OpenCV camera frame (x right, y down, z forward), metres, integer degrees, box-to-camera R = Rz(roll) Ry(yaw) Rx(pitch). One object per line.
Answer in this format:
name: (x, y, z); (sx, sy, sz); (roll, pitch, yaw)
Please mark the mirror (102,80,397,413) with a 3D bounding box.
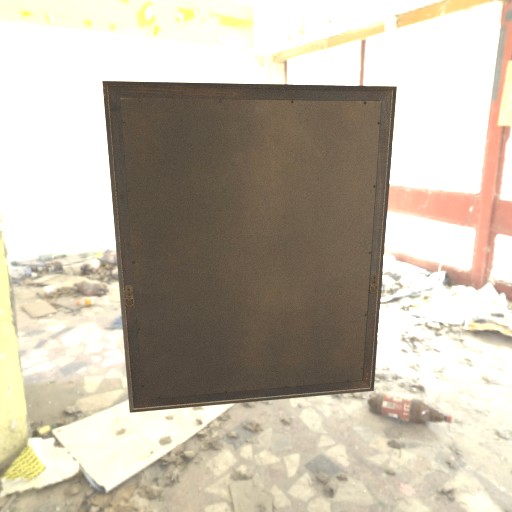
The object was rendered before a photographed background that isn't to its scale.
mirror: (0.000, 0.000, 1.213); (0.730, 0.882, 0.032); (-2, 15, -9)
